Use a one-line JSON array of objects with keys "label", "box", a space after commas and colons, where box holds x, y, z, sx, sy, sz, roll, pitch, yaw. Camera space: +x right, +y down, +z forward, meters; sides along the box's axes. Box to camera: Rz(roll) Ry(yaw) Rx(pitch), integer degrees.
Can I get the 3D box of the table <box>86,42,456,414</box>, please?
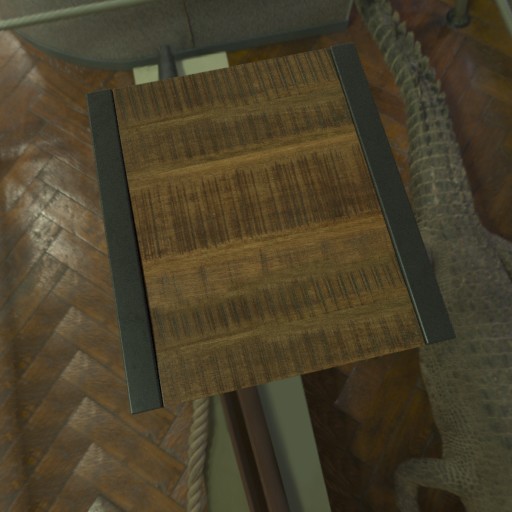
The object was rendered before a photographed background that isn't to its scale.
[{"label": "table", "box": [0.000, 0.000, 0.921, 0.449, 0.550, 0.500, -12, 75, -3]}]
